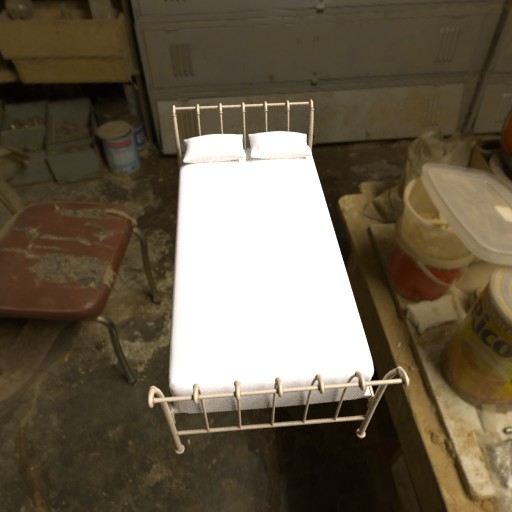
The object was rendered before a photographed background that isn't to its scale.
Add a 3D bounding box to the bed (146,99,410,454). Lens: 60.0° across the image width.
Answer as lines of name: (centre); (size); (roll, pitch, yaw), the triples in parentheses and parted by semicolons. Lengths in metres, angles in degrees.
bed: (0.000, 0.000, 2.739); (1.032, 0.873, 2.228); (-4, 47, -3)
